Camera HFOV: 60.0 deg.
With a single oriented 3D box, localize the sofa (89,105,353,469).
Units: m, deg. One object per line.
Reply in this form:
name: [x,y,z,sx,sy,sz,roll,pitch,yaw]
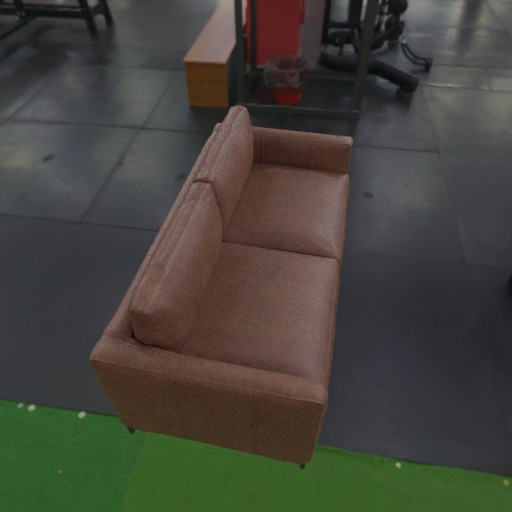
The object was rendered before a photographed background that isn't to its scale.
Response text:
sofa: [0.000,0.000,2.301,0.899,0.883,1.797,8,46,8]
